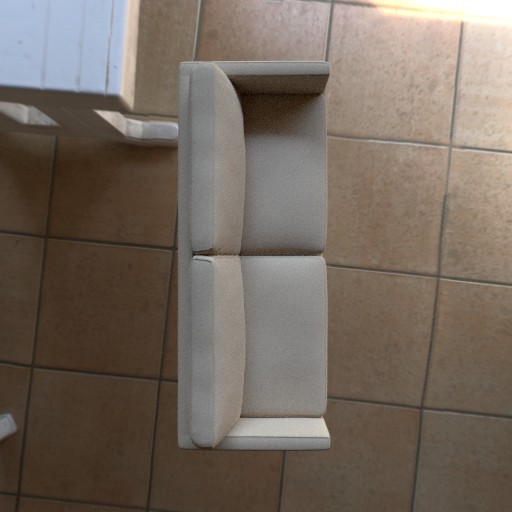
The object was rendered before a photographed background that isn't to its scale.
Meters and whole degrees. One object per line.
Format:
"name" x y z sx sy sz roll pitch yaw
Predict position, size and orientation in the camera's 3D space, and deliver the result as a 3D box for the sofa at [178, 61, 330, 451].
"sofa" 0.000 0.000 2.934 0.951 0.968 2.361 0 90 1
